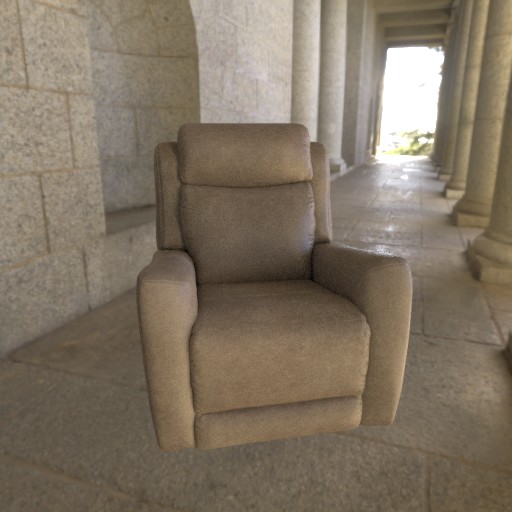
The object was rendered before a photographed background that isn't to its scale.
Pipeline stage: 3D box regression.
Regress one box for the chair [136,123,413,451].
[{"bbox_3d":[0.000,0.000,1.922,0.967,1.116,1.068,-3,16,-9],"label":"chair"}]
